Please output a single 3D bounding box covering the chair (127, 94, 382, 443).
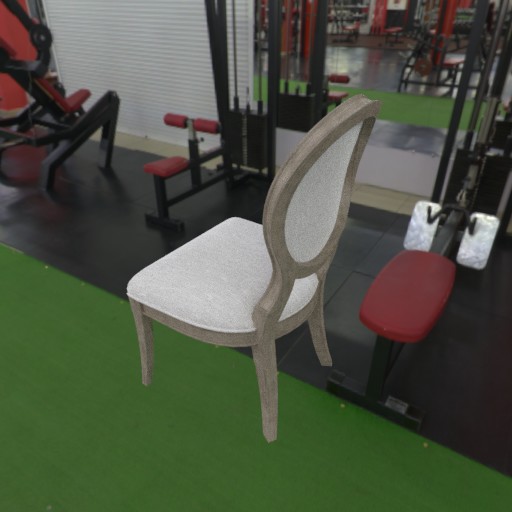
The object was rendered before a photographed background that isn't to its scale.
[{"bbox_3d":[0.000,0.000,1.341,0.602,0.990,0.558,20,36,29],"label":"chair"}]
